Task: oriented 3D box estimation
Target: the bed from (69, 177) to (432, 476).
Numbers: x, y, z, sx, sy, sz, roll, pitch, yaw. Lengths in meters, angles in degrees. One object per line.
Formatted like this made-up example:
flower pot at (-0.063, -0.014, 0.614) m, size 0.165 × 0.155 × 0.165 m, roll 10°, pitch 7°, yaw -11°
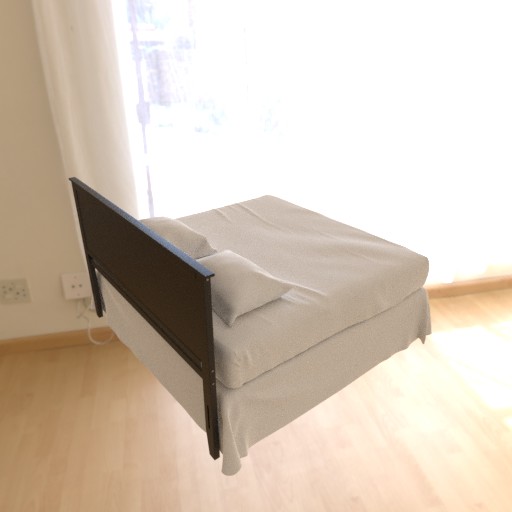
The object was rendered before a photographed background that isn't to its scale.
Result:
bed at (0.000, 0.000, 3.661) m, size 2.219 × 1.271 × 2.315 m, roll -19°, pitch 32°, yaw -33°
